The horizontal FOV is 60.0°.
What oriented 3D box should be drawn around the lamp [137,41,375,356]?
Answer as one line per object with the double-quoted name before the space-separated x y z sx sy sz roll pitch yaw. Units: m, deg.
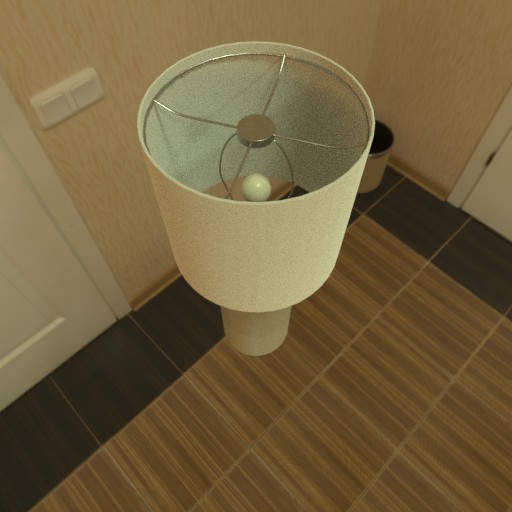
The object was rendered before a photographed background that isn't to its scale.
"lamp" 0.000 0.000 0.607 0.212 0.493 0.212 14 59 9
